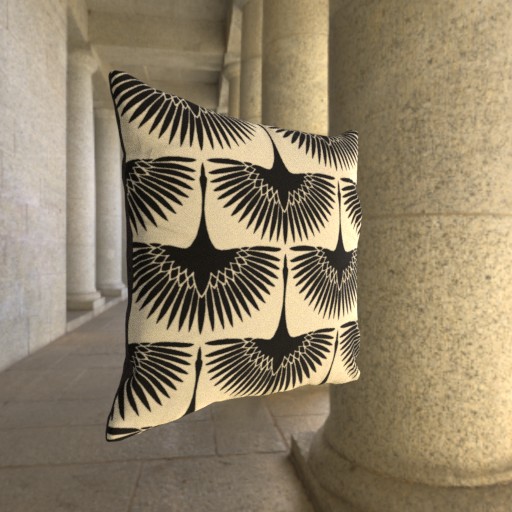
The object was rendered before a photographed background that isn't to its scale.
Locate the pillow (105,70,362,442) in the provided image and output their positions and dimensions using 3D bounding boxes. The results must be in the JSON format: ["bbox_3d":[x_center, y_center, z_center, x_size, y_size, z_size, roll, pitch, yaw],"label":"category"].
[{"bbox_3d":[0.000,0.000,0.641,0.432,0.432,0.139,0,0,-37],"label":"pillow"}]
